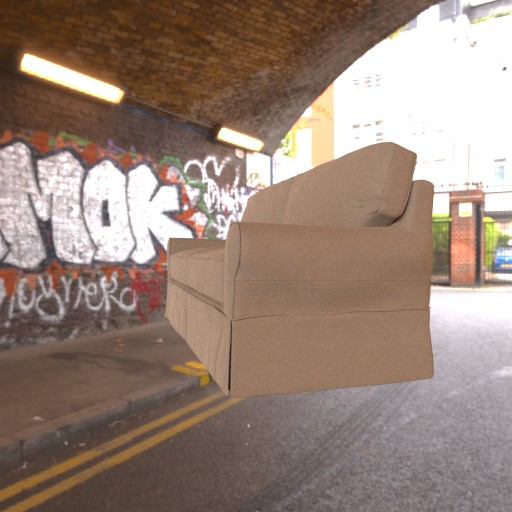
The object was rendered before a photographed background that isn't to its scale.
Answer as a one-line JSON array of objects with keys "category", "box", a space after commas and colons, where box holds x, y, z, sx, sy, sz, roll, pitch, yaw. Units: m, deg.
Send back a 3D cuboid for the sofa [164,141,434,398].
[{"category": "sofa", "box": [0.000, 0.000, 2.705, 0.900, 1.014, 2.246, 0, 1, -18]}]
